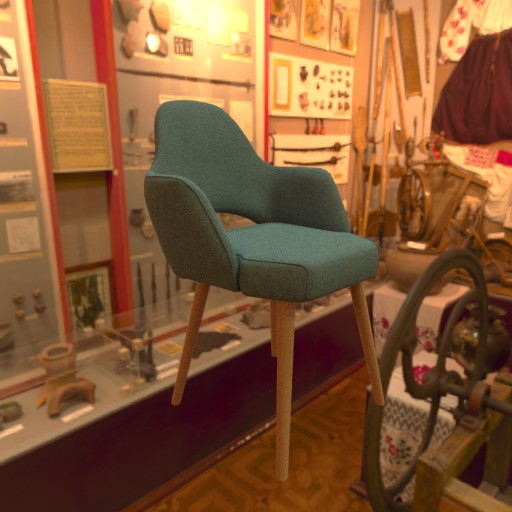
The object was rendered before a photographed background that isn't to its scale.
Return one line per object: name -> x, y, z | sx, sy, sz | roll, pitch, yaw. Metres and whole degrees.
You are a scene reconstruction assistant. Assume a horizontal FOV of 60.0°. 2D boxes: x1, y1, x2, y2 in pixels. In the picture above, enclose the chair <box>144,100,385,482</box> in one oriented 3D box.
chair -> 0.000, 0.000, 1.328 | 0.589, 0.920, 0.666 | -14, 20, -43
